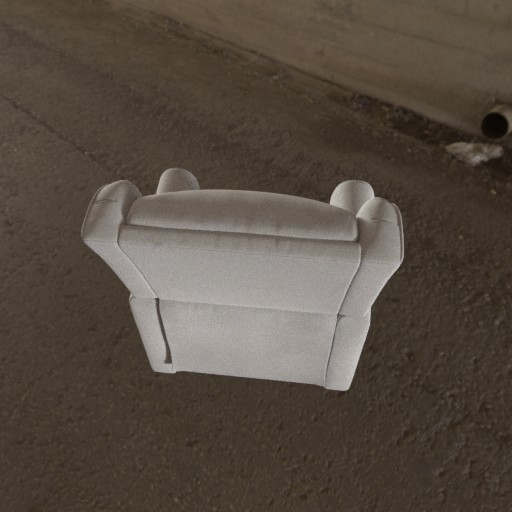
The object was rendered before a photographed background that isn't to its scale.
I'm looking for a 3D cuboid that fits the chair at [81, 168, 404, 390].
[{"bbox_3d":[0.000,0.000,1.668,0.906,0.967,0.854,5,46,4],"label":"chair"}]
